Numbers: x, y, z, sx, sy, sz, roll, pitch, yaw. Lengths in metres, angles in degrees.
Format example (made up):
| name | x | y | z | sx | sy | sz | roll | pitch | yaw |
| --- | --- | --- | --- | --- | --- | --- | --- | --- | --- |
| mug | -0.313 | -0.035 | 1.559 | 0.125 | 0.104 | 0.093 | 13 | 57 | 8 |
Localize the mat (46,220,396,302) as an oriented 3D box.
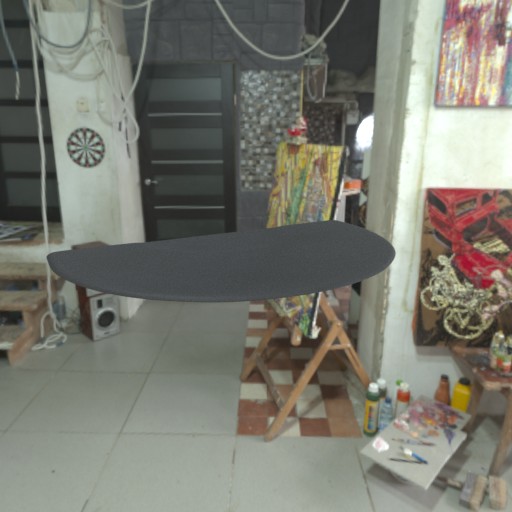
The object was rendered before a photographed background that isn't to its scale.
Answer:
| name | x | y | z | sx | sy | sz | roll | pitch | yaw |
| --- | --- | --- | --- | --- | --- | --- | --- | --- | --- |
| mat | 0.000 | 0.000 | 1.826 | 1.525 | 0.016 | 0.917 | -8 | 18 | -27 |
